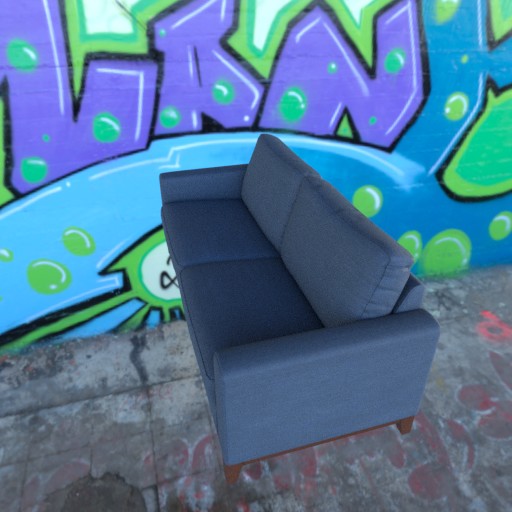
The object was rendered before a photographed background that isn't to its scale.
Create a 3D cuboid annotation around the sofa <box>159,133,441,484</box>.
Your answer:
[{"bbox_3d":[0.000,0.000,2.385,0.877,0.865,1.900,-9,33,-14],"label":"sofa"}]
